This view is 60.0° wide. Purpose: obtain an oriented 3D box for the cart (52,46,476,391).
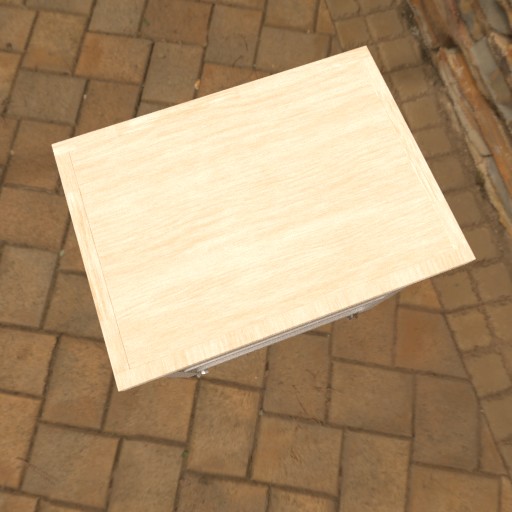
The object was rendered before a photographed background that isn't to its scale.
[{"bbox_3d":[0.000,0.000,1.389,0.762,0.914,0.559,-19,76,-5],"label":"cart"}]
